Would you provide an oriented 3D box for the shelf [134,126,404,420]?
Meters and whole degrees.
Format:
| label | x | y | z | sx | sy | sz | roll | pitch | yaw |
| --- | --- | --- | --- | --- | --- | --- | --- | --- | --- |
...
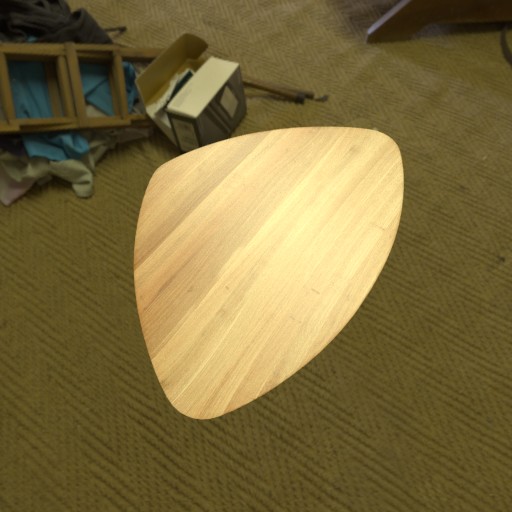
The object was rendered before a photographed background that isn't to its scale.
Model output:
| label | x | y | z | sx | sy | sz | roll | pitch | yaw |
| --- | --- | --- | --- | --- | --- | --- | --- | --- | --- |
| shelf | 0.000 | 0.000 | 1.685 | 0.863 | 0.439 | 1.240 | 30 | 64 | 16 |
